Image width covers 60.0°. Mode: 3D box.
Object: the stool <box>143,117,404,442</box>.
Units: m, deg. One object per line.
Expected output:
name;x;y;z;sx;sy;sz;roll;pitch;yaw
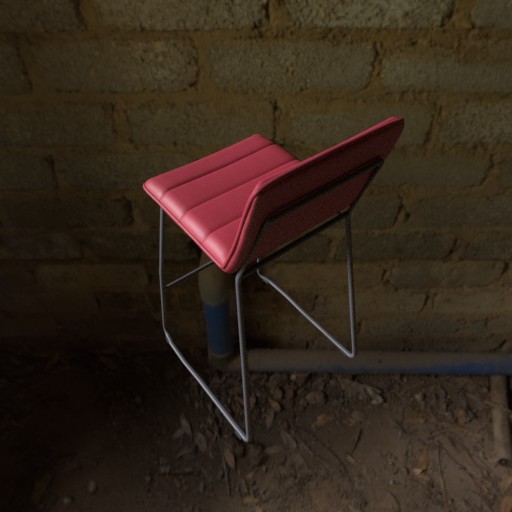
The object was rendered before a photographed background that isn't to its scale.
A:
stool;0.000;0.000;1.254;0.489;0.937;0.524;-30;53;-26
